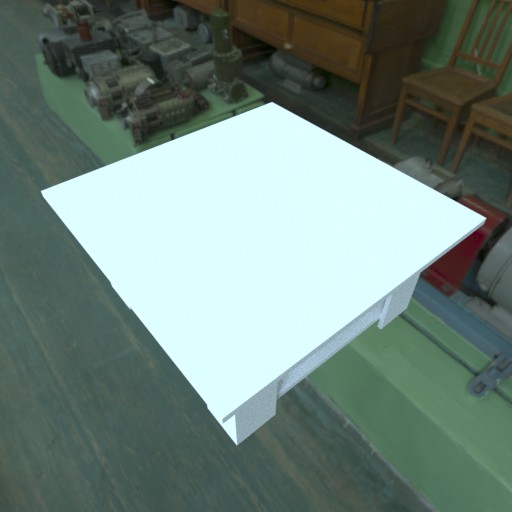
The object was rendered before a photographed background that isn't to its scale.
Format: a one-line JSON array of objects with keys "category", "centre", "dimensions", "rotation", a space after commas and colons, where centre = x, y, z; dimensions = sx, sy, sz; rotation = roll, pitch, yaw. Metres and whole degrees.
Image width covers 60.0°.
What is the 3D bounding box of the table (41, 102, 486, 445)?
[{"category": "table", "centre": [0.000, 0.000, 1.048], "dimensions": [0.670, 0.305, 0.670], "rotation": [-30, 52, -27]}]
